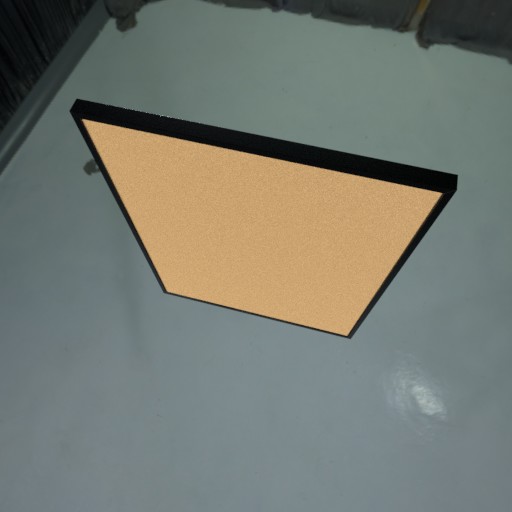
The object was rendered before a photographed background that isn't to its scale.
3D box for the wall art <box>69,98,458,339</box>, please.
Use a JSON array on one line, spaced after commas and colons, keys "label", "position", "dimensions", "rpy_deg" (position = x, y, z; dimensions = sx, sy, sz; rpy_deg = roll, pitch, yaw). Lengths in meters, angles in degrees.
[{"label": "wall art", "position": [0.000, 0.000, 1.377], "dimensions": [0.805, 1.062, 0.040], "rpy_deg": [13, 65, 6]}]
